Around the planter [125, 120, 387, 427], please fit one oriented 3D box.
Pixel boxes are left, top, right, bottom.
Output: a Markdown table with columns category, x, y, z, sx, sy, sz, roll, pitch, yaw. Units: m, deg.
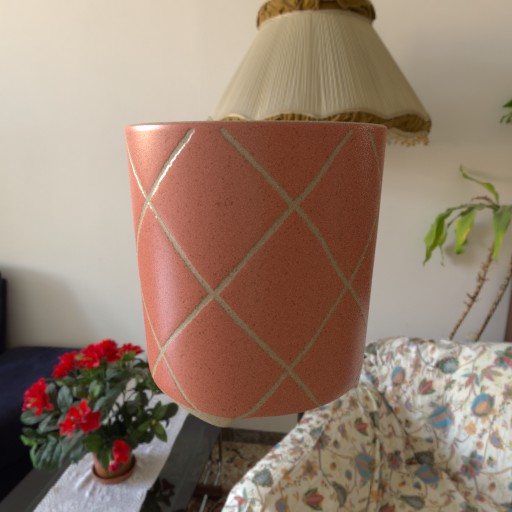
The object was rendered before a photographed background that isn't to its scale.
| category | x | y | z | sx | sy | sz | roll | pitch | yaw |
| --- | --- | --- | --- | --- | --- | --- | --- | --- | --- |
| planter | 0.000 | 0.000 | 0.358 | 0.191 | 0.200 | 0.191 | 0 | 14 | 0 |
